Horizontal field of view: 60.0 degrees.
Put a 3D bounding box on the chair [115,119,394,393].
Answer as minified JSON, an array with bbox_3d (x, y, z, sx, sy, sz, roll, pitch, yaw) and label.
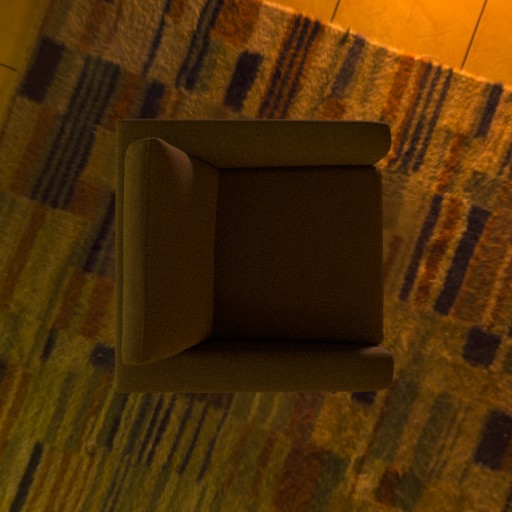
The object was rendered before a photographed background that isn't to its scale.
[{"bbox_3d":[0.000,0.000,1.888,1.100,0.847,1.070,0,90,0],"label":"chair"}]
